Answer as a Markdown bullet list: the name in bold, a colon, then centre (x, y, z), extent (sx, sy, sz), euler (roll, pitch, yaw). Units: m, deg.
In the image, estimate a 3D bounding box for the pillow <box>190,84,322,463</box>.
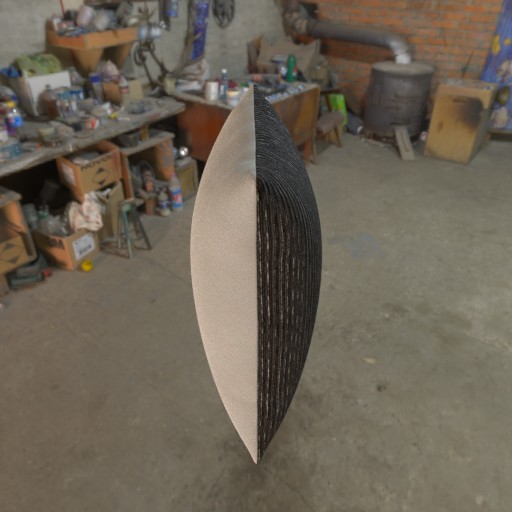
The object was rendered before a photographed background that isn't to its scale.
- **pillow**: centre (0.000, 0.000, 0.696), extent (0.196, 0.434, 0.433), euler (0, 32, -1)
